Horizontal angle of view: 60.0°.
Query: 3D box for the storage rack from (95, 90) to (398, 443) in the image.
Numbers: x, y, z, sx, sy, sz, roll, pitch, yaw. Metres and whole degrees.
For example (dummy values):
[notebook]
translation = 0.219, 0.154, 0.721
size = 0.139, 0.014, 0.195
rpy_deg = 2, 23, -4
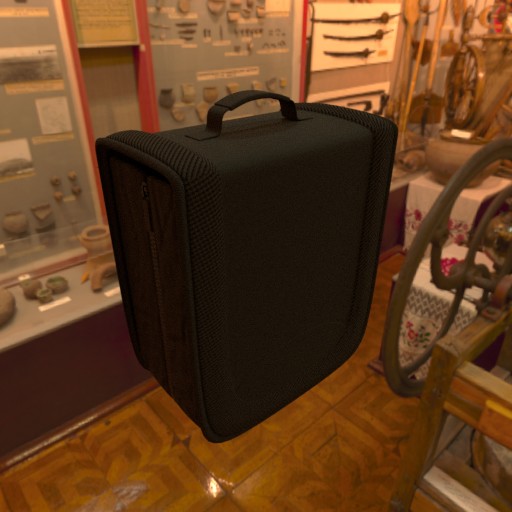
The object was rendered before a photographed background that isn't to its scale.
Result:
[storage rack]
translation = 0.000, 0.000, 0.552
size = 0.297, 0.387, 0.168
rpy_deg = -22, 36, -34
